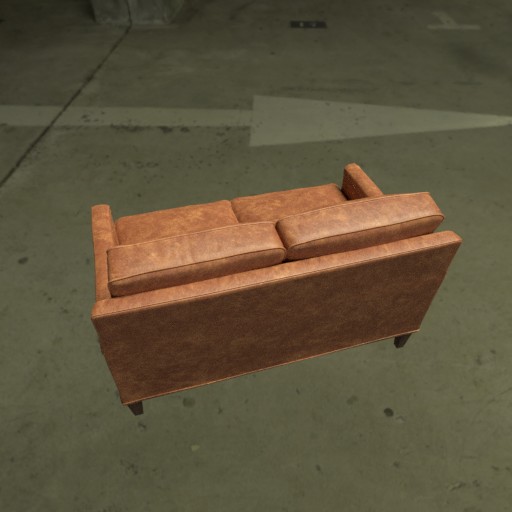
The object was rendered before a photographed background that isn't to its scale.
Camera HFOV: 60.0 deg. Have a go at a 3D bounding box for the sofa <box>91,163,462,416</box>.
[{"bbox_3d":[0.000,0.000,2.303,1.597,1.003,1.084,-11,43,-12],"label":"sofa"}]
